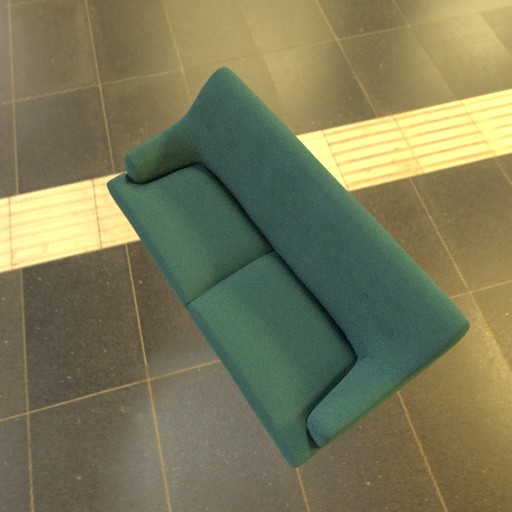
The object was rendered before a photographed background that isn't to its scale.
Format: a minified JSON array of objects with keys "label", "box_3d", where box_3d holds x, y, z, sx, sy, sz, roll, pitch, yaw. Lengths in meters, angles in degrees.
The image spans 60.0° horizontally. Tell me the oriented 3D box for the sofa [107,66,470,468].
[{"label":"sofa","box_3d":[0.000,0.000,2.553,0.978,0.871,2.057,-32,68,-15]}]
